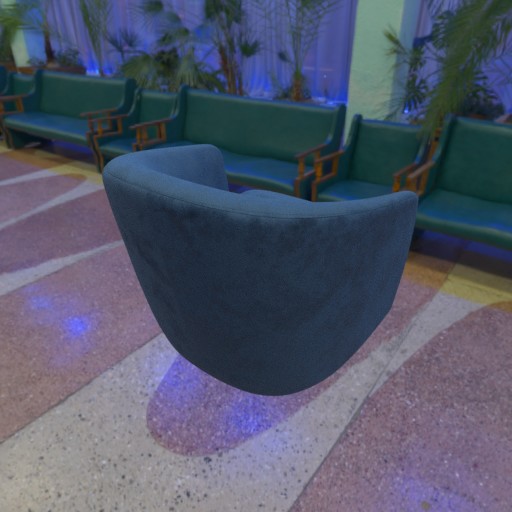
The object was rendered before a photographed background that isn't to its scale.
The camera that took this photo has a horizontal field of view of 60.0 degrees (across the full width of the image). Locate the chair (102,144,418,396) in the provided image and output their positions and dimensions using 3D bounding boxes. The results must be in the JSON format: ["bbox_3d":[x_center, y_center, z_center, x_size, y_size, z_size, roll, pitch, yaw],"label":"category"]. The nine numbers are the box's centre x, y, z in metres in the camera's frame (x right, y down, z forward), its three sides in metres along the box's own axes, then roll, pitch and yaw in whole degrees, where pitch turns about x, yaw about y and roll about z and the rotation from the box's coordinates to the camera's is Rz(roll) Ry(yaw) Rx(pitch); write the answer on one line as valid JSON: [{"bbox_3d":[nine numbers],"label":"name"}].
[{"bbox_3d":[0.000,0.000,1.363,0.773,0.698,0.767,21,36,32],"label":"chair"}]
